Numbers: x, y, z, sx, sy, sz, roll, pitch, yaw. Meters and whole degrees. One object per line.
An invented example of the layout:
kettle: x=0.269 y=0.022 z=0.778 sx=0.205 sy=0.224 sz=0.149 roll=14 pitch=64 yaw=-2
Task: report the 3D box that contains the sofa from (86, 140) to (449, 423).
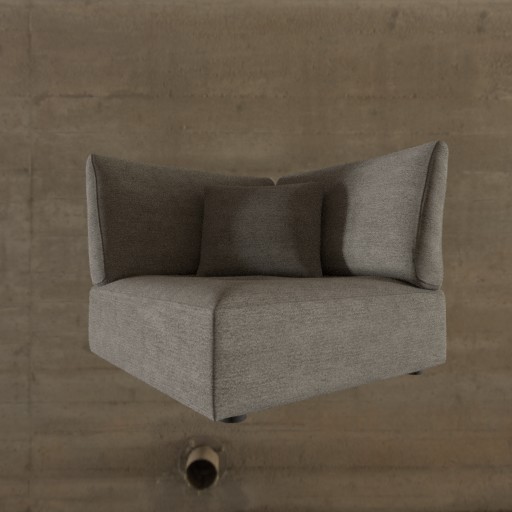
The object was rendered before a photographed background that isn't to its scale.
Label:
sofa: x=0.000 y=0.000 z=1.661 sx=1.000 sy=0.820 sz=1.000 roll=0 pitch=-1 yaw=-36
